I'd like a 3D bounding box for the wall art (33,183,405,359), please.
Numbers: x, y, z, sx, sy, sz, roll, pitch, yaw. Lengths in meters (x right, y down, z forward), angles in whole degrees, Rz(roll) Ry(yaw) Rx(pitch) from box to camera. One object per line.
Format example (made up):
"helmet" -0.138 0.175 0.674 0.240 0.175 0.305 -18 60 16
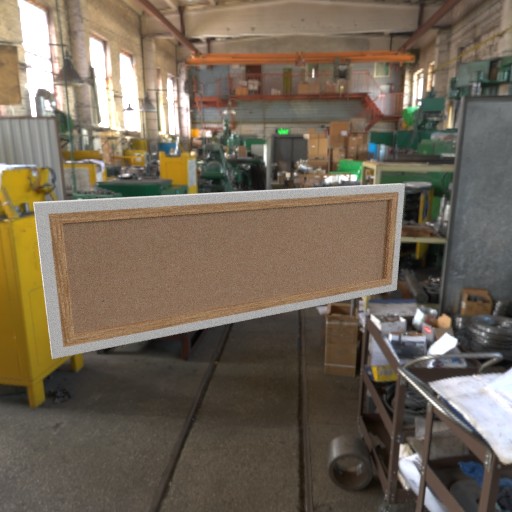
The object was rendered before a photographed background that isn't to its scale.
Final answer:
"wall art" 0.000 0.000 1.744 1.520 0.507 0.039 -7 16 -27
